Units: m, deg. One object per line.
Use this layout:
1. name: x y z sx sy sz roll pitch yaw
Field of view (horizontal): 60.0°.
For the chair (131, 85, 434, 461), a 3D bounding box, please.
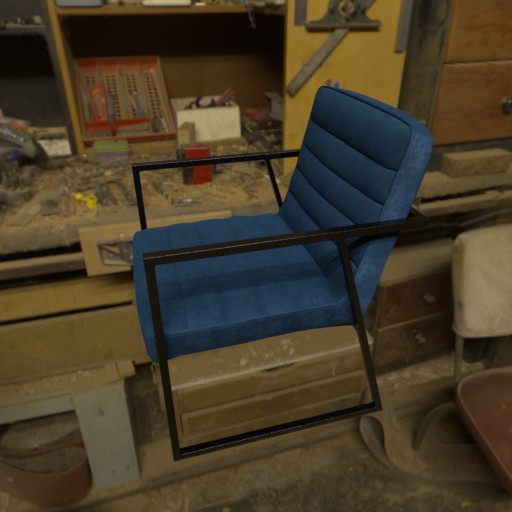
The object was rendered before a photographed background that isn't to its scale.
1. chair: 0.000 0.000 1.258 0.677 0.833 0.571 -8 32 -13
